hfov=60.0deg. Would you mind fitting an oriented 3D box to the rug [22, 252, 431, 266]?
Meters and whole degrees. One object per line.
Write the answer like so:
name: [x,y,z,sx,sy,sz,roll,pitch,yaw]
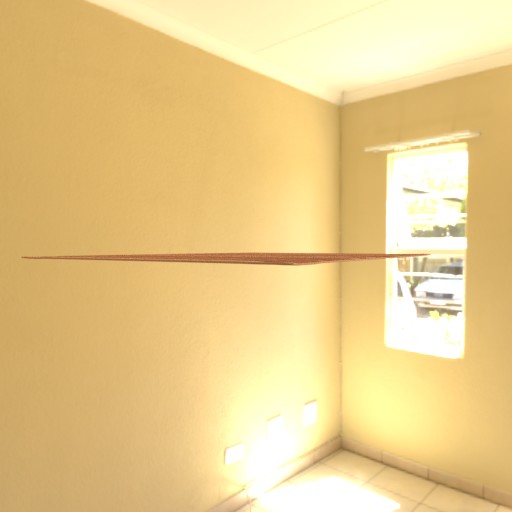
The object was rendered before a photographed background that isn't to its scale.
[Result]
rug: [0.000,0.000,4.137,2.479,0.023,3.092,1,1,34]
